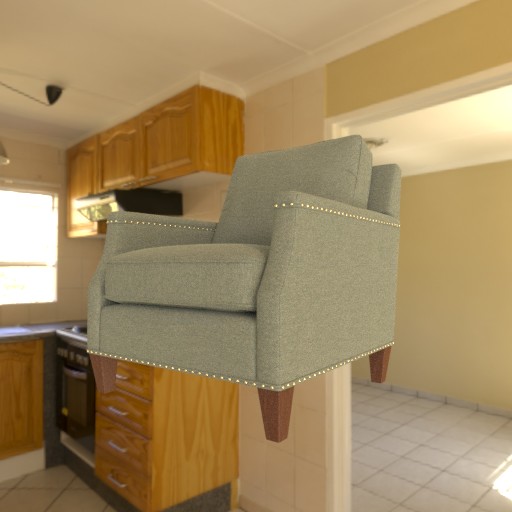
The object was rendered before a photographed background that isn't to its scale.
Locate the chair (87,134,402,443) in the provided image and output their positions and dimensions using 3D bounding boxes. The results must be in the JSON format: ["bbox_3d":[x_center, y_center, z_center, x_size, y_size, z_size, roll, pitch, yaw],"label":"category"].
[{"bbox_3d":[0.000,0.000,1.805,0.885,1.031,1.031,-1,-2,36],"label":"chair"}]
